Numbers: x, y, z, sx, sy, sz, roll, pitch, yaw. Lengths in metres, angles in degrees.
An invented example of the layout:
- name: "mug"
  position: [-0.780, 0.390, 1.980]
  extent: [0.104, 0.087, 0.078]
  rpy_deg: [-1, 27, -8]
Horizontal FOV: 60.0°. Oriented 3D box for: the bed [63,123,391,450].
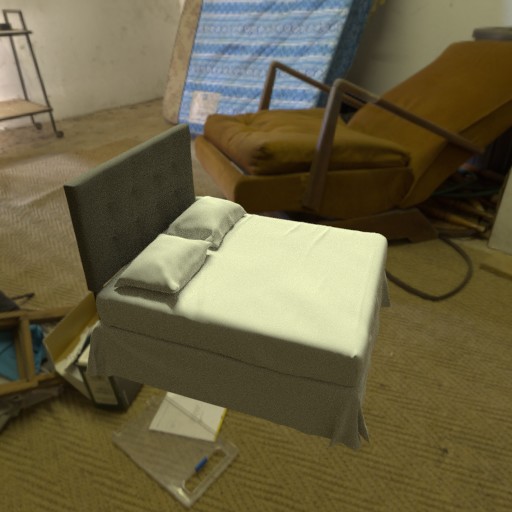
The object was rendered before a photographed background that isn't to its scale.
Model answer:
- name: "bed"
  position: [0.000, 0.000, 3.584]
  extent: [2.222, 1.577, 1.936]
  rpy_deg: [10, 33, 17]
